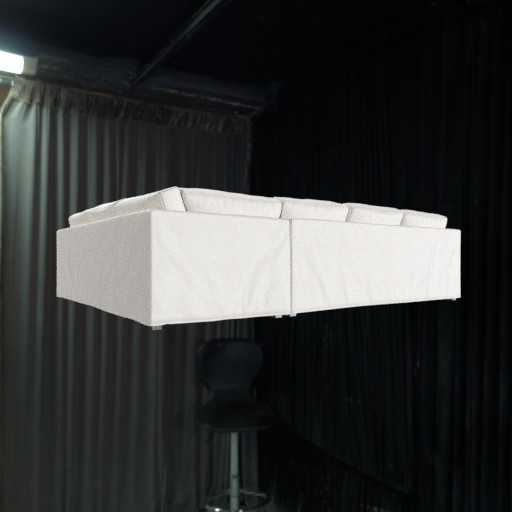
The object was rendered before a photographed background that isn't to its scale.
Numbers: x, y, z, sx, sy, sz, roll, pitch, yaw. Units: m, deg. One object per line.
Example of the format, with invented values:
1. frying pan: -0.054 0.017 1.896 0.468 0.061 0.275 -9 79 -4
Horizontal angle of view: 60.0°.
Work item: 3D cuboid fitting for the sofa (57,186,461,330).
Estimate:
1. sofa: 0.000 0.000 4.365 3.182 0.871 2.432 0 0 -36
